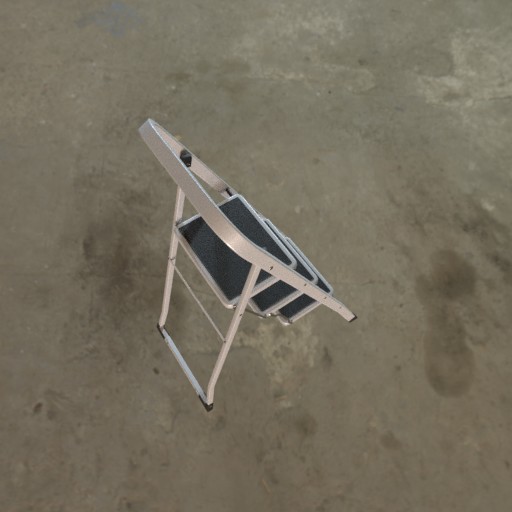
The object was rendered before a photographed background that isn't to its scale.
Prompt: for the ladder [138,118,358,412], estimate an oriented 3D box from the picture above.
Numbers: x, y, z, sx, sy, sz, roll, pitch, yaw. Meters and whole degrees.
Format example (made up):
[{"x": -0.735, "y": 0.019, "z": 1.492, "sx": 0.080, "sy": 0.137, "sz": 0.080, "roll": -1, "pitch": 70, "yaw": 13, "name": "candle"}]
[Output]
[{"x": 0.000, "y": 0.000, "z": 1.384, "sx": 0.711, "sy": 1.050, "sz": 0.460, "roll": -30, "pitch": 64, "yaw": -17, "name": "ladder"}]
